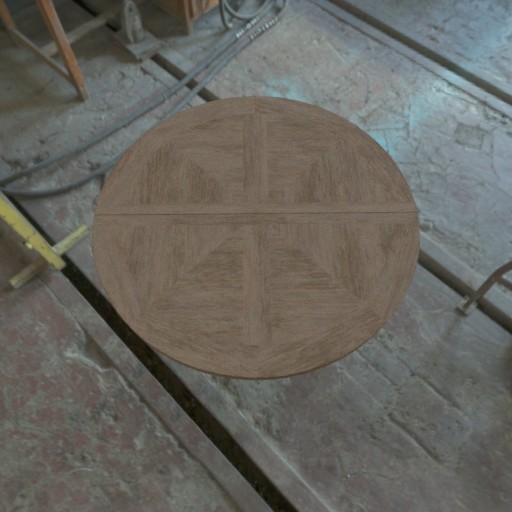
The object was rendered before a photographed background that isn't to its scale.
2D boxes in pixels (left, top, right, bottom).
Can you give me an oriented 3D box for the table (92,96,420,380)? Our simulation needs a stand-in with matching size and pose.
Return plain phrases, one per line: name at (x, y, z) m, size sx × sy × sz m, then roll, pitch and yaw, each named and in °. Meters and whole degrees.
table at (0.000, 0.000, 2.146) m, size 1.319 × 0.762 × 1.319 m, roll 0°, pitch 63°, yaw 0°
